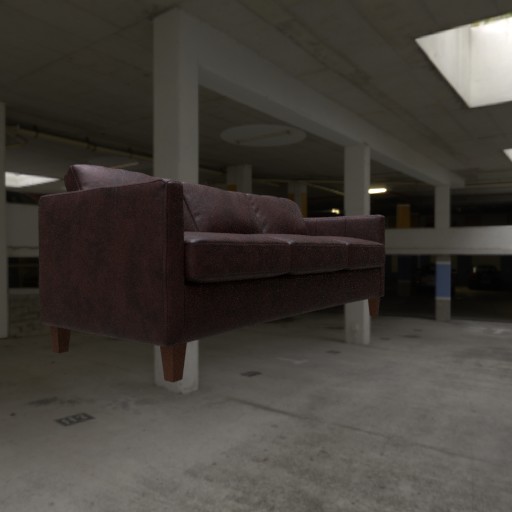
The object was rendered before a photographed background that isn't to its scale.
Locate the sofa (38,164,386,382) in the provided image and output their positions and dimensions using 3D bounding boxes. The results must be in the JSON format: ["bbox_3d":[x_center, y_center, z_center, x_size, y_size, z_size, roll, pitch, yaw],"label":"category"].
[{"bbox_3d":[0.000,0.000,2.986,1.045,1.006,2.464,1,1,36],"label":"sofa"}]
